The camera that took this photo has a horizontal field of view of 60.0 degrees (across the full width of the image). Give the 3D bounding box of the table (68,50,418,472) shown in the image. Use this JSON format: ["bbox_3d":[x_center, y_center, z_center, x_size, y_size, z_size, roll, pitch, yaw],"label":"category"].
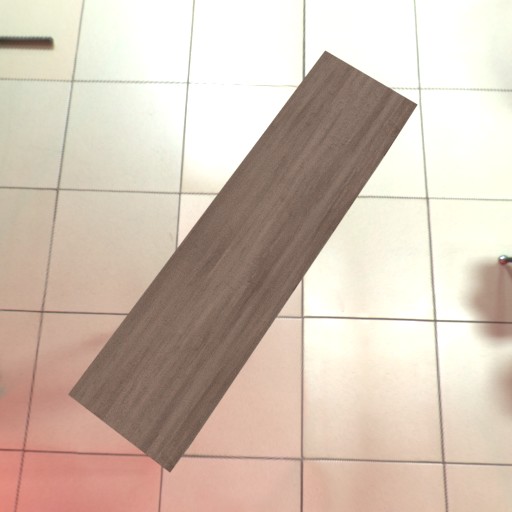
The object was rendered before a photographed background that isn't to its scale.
[{"bbox_3d":[0.000,0.000,1.759,0.400,0.530,1.500,34,79,7],"label":"table"}]
